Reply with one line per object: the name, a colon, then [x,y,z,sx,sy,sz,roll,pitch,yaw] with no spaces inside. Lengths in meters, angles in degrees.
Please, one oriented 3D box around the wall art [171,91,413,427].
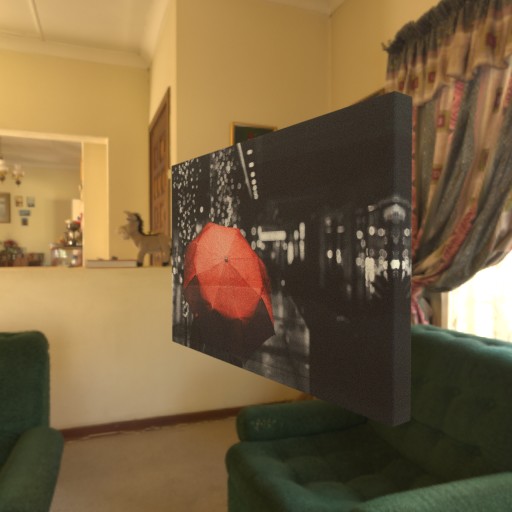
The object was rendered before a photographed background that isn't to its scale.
wall art: [0.000,0.000,0.788,0.037,0.406,0.609,-1,1,-36]
